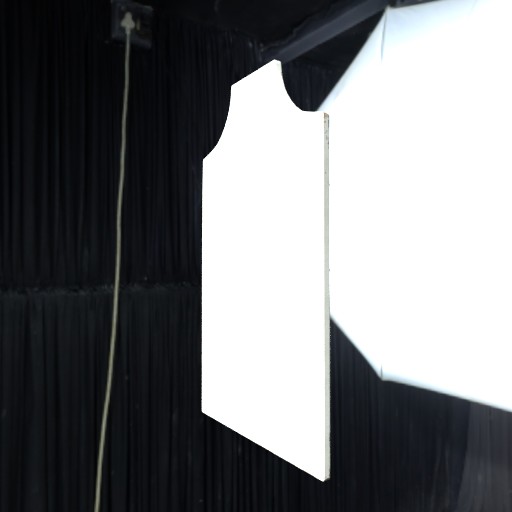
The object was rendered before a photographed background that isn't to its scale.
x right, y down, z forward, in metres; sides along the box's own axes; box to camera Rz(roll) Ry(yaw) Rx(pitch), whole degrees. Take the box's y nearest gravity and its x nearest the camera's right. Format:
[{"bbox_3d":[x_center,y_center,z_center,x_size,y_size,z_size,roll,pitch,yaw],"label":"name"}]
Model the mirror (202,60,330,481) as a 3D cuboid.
[{"bbox_3d":[0.000,0.000,0.875,0.022,0.717,0.403,1,-1,-35],"label":"mirror"}]
